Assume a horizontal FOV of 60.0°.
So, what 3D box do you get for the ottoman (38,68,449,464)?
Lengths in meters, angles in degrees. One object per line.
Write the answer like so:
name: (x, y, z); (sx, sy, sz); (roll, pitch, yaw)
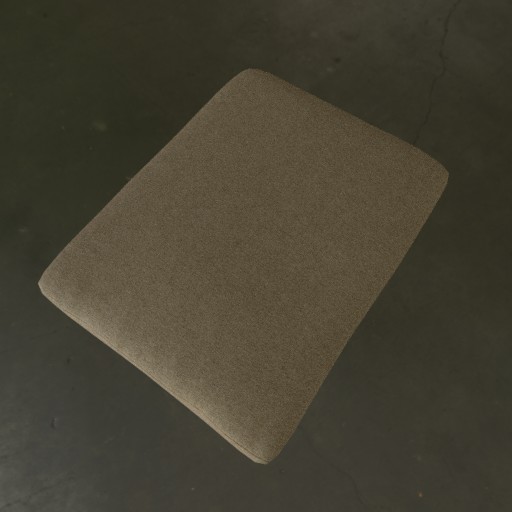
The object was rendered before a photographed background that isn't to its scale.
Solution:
ottoman: (0.000, 0.000, 1.283); (0.692, 0.511, 0.889); (33, 69, 14)
